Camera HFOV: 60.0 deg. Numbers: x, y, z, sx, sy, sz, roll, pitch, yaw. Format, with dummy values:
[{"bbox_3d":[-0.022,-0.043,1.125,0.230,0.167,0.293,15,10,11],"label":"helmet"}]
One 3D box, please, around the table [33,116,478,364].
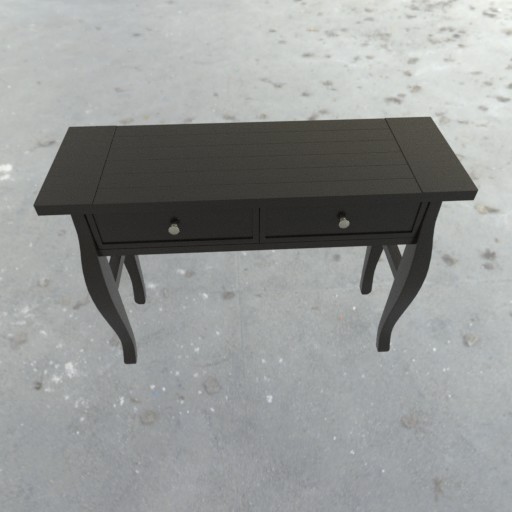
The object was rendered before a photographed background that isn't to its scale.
[{"bbox_3d":[0.000,0.000,1.454,1.062,0.768,0.373,-2,46,-2],"label":"table"}]
